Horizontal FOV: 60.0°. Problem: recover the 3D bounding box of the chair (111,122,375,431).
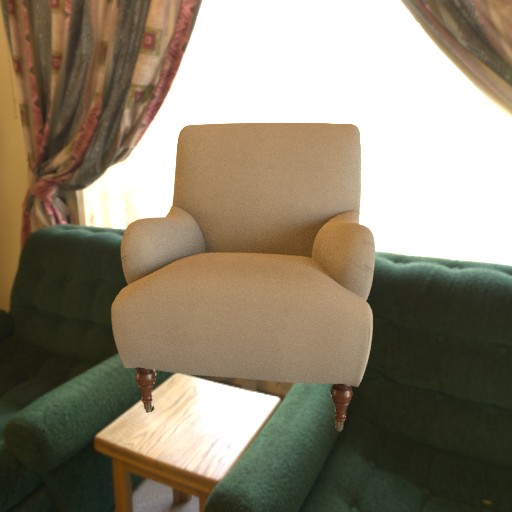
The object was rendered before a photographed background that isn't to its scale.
[{"bbox_3d":[0.000,0.000,1.580,0.766,0.942,0.842,2,14,9],"label":"chair"}]
